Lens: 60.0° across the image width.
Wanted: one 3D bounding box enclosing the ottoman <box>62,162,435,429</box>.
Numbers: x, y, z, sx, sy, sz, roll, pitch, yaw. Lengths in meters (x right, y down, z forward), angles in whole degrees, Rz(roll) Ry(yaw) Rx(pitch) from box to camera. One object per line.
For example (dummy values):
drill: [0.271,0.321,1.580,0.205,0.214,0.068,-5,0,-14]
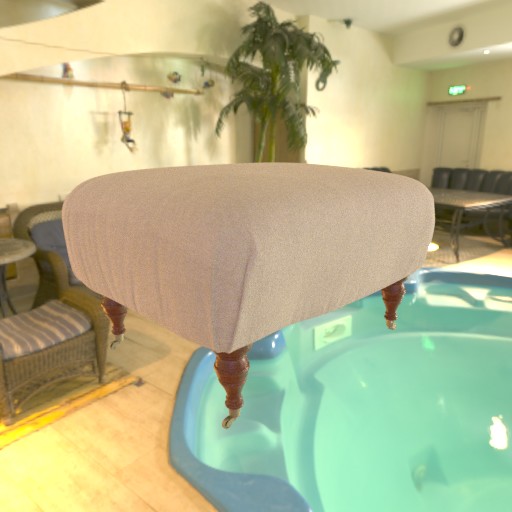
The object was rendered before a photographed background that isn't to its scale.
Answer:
ottoman: [0.000,0.000,1.107,0.746,0.450,0.622,-15,21,-43]
